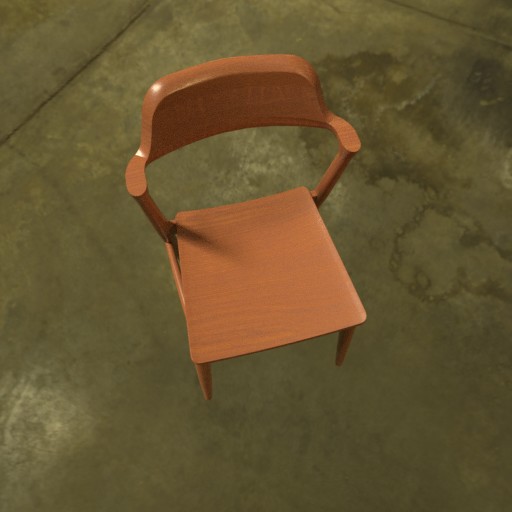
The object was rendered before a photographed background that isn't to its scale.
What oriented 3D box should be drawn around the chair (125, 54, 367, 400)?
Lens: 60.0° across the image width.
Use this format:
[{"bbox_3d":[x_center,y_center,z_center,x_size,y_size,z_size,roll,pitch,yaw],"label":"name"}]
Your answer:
[{"bbox_3d":[0.000,0.000,1.132,0.496,0.801,0.499,-13,64,-6],"label":"chair"}]
